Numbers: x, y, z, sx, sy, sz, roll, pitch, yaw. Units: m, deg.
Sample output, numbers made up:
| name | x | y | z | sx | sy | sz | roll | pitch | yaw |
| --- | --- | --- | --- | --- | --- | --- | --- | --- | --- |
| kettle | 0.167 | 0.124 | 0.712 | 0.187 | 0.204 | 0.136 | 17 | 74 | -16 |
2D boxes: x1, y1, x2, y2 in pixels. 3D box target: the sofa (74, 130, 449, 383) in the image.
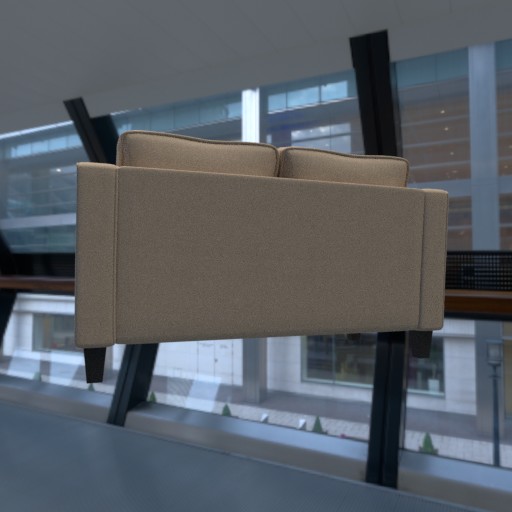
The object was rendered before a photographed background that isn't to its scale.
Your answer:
| name | x | y | z | sx | sy | sz | roll | pitch | yaw |
| --- | --- | --- | --- | --- | --- | --- | --- | --- | --- |
| sofa | 0.000 | 0.000 | 3.488 | 2.587 | 1.562 | 1.351 | 1 | -3 | -19 |
